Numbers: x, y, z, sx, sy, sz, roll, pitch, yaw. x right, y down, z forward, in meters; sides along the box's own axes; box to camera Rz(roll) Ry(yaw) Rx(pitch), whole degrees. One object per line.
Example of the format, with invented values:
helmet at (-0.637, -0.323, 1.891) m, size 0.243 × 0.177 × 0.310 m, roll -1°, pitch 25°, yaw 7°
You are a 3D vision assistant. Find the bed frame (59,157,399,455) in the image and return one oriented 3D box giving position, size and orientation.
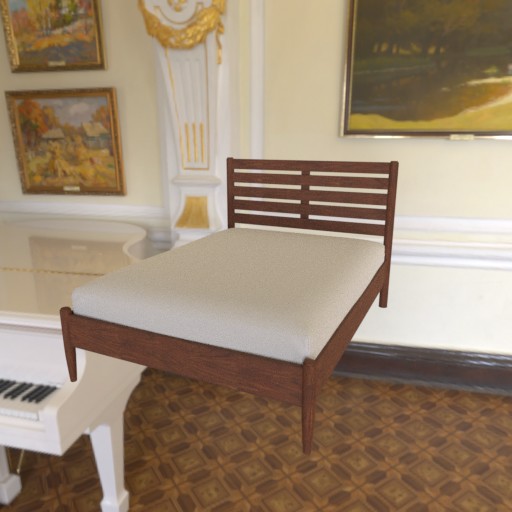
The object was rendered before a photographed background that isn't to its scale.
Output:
bed frame at (0.000, 0.000, 3.312) m, size 1.655 × 1.321 × 2.234 m, roll 7°, pitch 17°, yaw 24°
